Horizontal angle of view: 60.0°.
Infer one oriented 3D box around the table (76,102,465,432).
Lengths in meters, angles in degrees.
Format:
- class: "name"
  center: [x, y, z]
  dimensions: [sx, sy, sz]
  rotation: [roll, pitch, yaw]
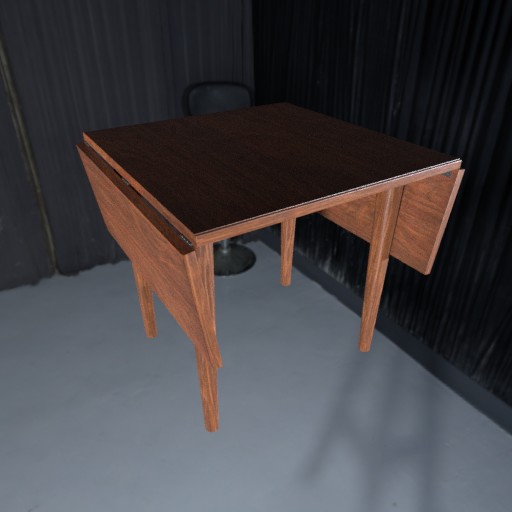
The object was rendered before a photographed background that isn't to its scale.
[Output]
- class: "table"
  center: [0.000, 0.000, 1.491]
  dimensions: [0.843, 0.763, 0.812]
  rotation: [-18, 36, -27]
